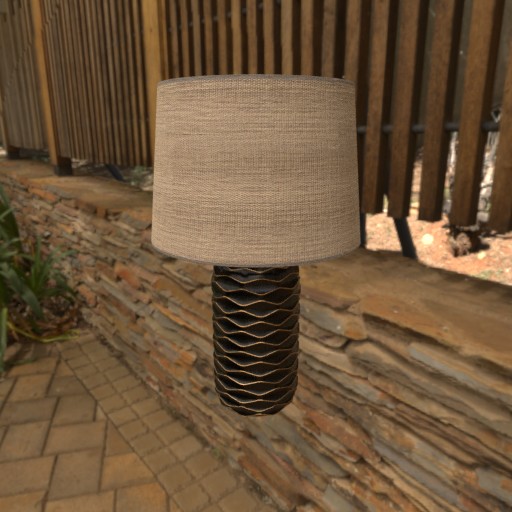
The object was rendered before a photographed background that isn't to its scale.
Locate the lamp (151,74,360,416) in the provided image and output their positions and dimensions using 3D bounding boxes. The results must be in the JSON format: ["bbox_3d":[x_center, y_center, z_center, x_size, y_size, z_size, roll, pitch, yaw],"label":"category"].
[{"bbox_3d":[0.000,0.000,0.826,0.376,0.594,0.376,0,16,0],"label":"lamp"}]
